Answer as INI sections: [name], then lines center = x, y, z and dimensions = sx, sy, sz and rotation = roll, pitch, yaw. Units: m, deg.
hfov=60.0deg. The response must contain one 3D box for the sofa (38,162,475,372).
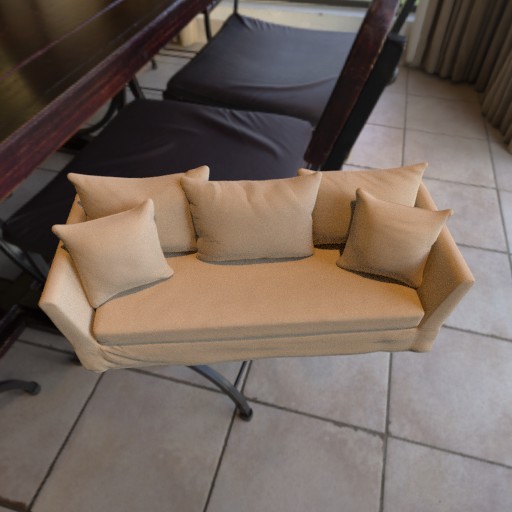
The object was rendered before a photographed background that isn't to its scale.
[sofa]
center = 0.000, 0.000, 3.006
dimensions = 2.499, 1.047, 1.046
rotation = -3, 47, -3
